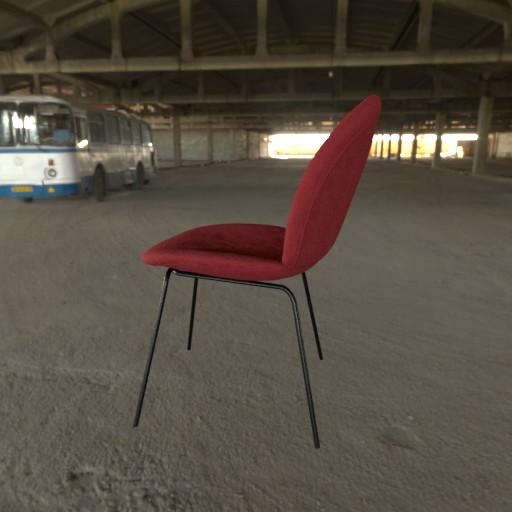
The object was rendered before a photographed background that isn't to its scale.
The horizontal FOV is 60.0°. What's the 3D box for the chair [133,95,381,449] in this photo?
[{"bbox_3d":[0.000,0.000,1.175,0.587,0.791,0.458,2,14,9],"label":"chair"}]
